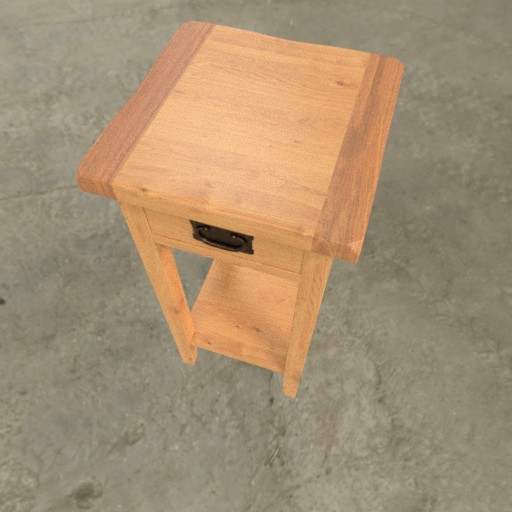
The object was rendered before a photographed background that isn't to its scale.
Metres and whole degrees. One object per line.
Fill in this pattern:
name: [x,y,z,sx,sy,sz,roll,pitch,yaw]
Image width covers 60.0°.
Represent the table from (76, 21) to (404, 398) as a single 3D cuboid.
table: [0.000,0.000,0.918,0.360,0.740,0.360,15,59,10]
